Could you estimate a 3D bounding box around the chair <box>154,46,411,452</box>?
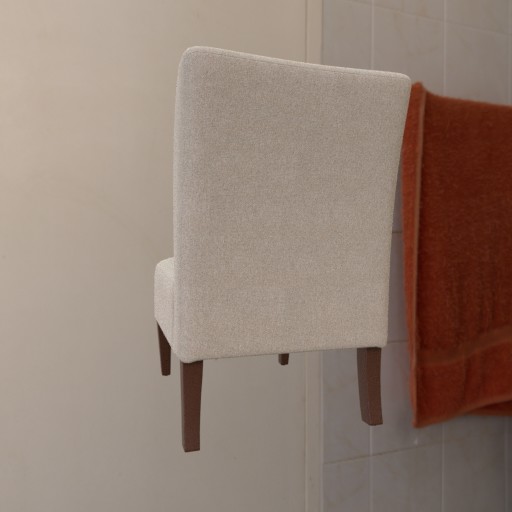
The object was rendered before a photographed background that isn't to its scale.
[{"bbox_3d":[0.000,0.000,1.272,0.521,0.833,0.754,0,1,-17],"label":"chair"}]
